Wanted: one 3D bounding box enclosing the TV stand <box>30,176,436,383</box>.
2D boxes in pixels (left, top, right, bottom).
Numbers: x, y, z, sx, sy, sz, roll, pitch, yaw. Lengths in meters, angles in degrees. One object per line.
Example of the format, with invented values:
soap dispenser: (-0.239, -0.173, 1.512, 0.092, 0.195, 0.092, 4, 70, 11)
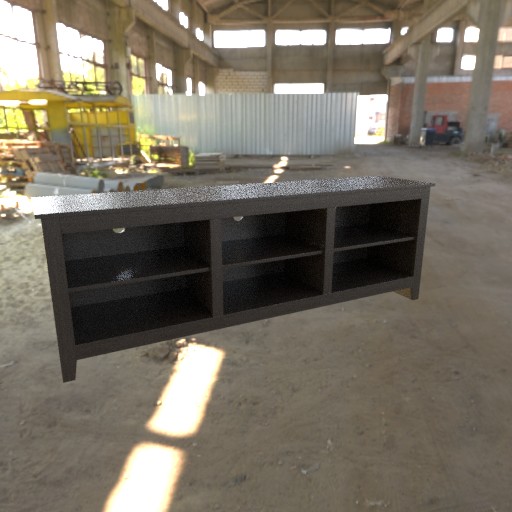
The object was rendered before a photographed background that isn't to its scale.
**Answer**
TV stand: (0.000, 0.000, 2.040, 1.778, 0.610, 0.406, -8, 18, -26)
